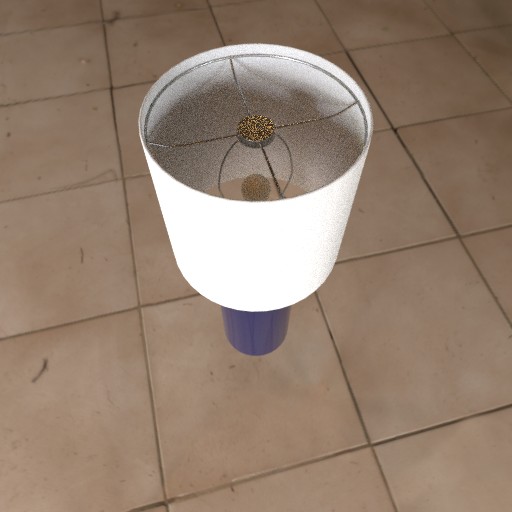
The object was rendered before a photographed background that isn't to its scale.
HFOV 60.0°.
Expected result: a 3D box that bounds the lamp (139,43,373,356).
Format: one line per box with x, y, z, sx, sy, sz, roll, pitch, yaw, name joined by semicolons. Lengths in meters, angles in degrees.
0.000;0.000;0.611;0.212;0.493;0.212;-13;59;-8;lamp
